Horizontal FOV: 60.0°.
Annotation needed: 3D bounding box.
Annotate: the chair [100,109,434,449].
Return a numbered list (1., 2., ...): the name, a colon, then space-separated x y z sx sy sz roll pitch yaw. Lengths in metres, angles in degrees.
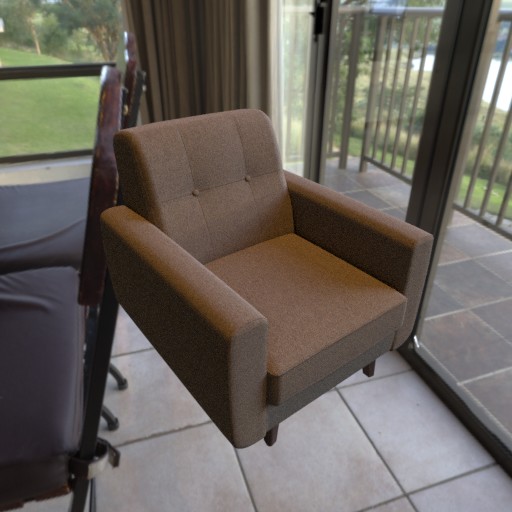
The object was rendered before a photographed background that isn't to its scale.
1. chair: 0.000 0.000 1.582 0.831 0.839 0.907 -21 37 -32
